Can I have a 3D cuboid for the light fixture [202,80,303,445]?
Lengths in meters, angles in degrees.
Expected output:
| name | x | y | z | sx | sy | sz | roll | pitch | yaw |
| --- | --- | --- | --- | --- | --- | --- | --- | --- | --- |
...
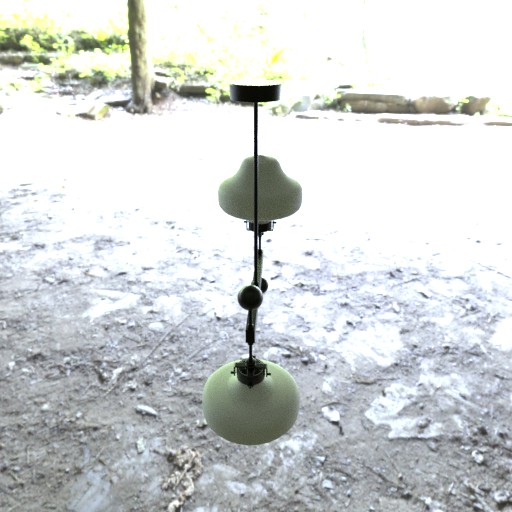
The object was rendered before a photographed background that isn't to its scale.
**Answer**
| name | x | y | z | sx | sy | sz | roll | pitch | yaw |
| --- | --- | --- | --- | --- | --- | --- | --- | --- | --- |
| light fixture | 0.000 | 0.000 | 1.015 | 0.422 | 0.743 | 0.489 | -17 | 31 | -30 |
